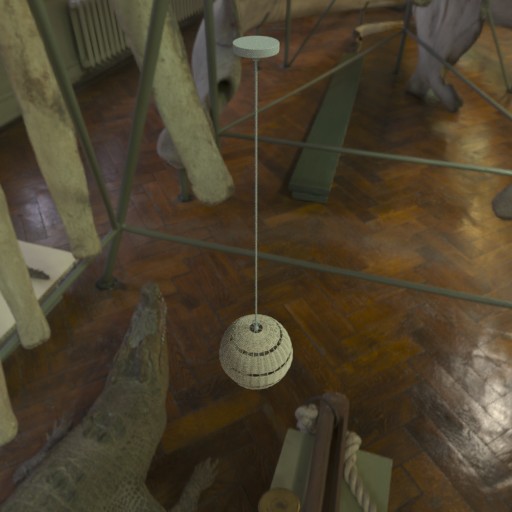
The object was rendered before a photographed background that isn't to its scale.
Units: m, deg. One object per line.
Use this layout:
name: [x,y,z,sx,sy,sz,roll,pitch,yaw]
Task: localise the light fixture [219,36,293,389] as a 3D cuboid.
light fixture: [0.000,0.000,2.244,0.457,2.019,0.457,12,42,13]
